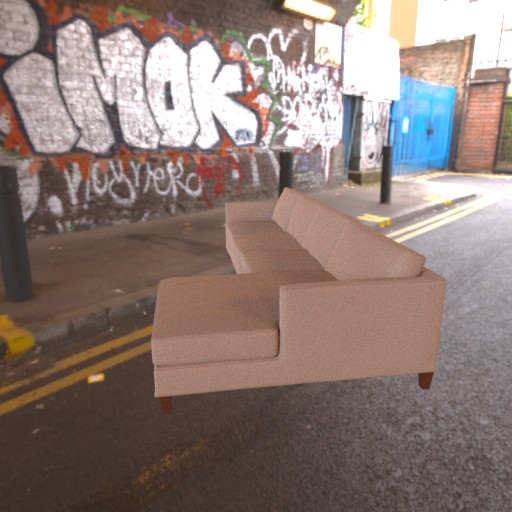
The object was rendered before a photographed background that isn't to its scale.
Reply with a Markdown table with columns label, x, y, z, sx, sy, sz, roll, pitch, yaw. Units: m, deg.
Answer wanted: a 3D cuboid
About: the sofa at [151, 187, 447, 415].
| label | x | y | z | sx | sy | sz | roll | pitch | yaw |
| --- | --- | --- | --- | --- | --- | --- | --- | --- | --- |
| sofa | 0.000 | 0.000 | 3.870 | 1.625 | 0.861 | 3.186 | -2 | 15 | -9 |
